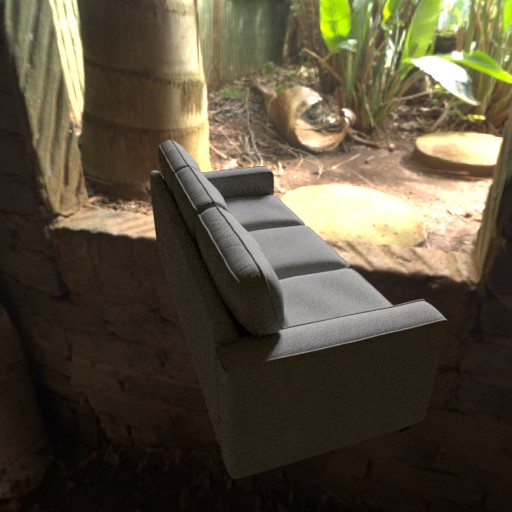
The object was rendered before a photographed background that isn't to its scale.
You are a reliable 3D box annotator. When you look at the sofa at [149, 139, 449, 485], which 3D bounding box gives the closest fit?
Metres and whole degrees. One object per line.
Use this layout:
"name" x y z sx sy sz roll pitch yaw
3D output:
"sofa" 0.000 0.000 2.562 0.939 0.965 2.133 -9 30 -16
